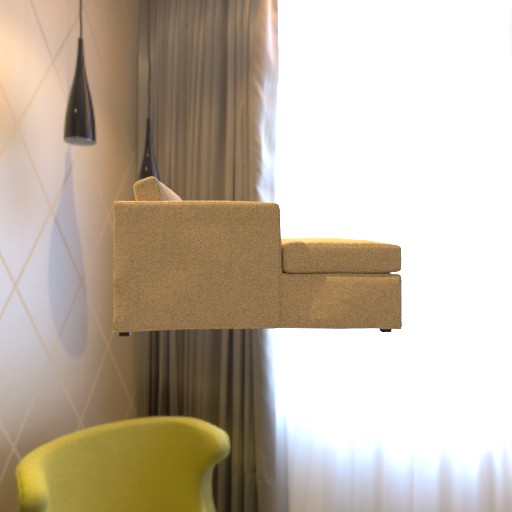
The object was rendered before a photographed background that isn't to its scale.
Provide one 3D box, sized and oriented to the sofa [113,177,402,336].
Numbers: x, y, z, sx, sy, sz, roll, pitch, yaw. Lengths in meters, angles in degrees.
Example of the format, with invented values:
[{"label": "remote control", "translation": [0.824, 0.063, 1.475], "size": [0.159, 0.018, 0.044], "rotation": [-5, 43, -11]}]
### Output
[{"label": "sofa", "translation": [0.000, 0.000, 4.007], "size": [1.650, 0.922, 3.205], "rotation": [0, -1, -1]}]
